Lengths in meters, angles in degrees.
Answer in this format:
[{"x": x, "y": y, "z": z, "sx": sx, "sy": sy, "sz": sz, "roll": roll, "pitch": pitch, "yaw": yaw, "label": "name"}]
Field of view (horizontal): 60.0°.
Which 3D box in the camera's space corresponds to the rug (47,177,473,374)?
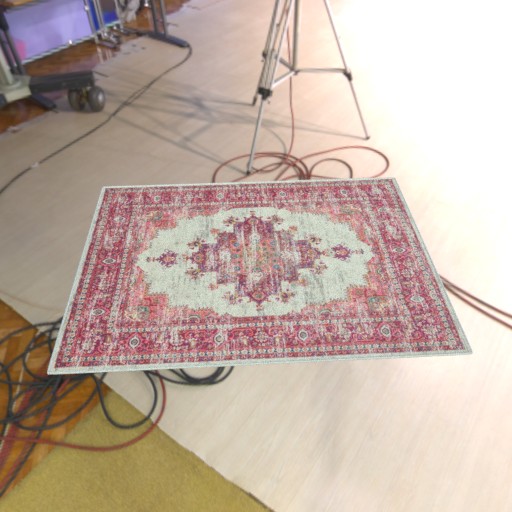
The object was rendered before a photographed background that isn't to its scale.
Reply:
[{"x": 0.000, "y": 0.000, "z": 2.841, "sx": 2.232, "sy": 0.011, "sz": 1.555, "roll": -2, "pitch": 47, "yaw": -2, "label": "rug"}]
